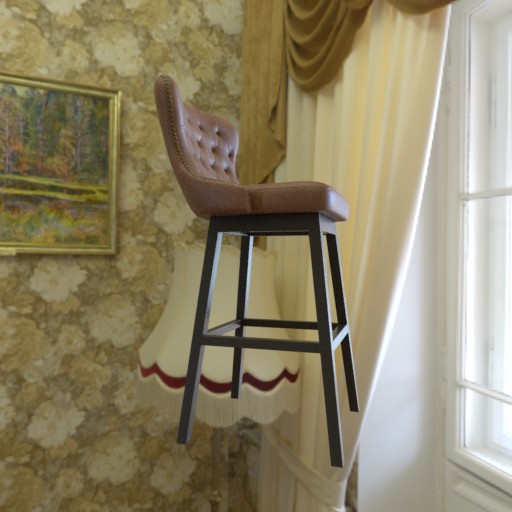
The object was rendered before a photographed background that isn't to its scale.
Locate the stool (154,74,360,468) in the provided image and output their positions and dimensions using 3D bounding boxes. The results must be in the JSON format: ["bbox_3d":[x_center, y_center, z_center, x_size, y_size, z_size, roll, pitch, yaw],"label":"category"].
[{"bbox_3d":[0.000,0.000,1.402,0.601,1.050,0.528,0,0,18],"label":"stool"}]
